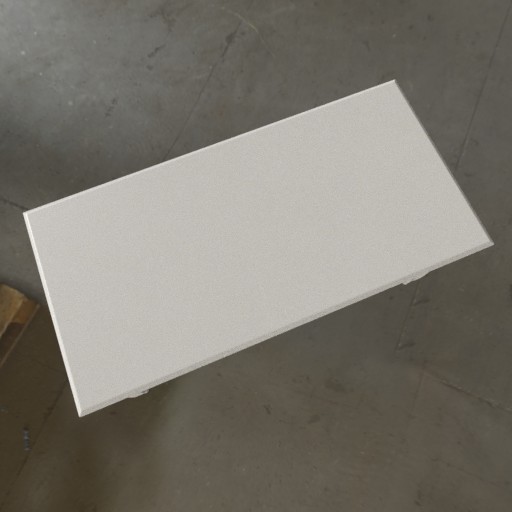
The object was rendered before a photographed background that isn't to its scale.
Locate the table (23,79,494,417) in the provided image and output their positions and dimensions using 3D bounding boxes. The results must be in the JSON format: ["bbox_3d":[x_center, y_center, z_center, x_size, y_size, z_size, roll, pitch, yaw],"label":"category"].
[{"bbox_3d":[0.000,0.000,1.397,1.109,0.506,0.551,-21,74,-6],"label":"table"}]
